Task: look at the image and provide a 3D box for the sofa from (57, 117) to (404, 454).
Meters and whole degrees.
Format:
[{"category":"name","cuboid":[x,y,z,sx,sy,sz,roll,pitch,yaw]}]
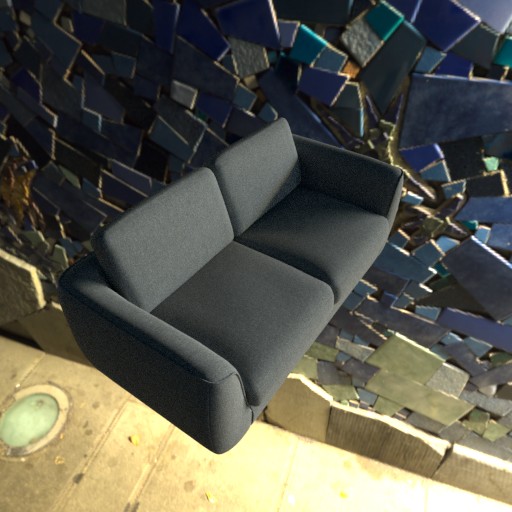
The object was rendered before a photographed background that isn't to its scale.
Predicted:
[{"category":"sofa","cuboid":[0.000,0.000,2.201,0.920,0.870,1.700,24,46,26]}]
